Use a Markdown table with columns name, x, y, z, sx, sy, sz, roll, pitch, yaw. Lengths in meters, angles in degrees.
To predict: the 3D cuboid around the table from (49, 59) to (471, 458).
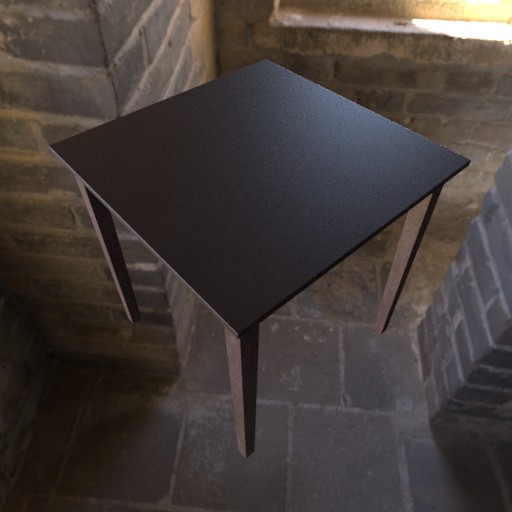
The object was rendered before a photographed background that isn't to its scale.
| name | x | y | z | sx | sy | sz | roll | pitch | yaw |
| --- | --- | --- | --- | --- | --- | --- | --- | --- | --- |
| table | 0.000 | 0.000 | 1.393 | 0.749 | 0.770 | 0.749 | -33 | 56 | -27 |
